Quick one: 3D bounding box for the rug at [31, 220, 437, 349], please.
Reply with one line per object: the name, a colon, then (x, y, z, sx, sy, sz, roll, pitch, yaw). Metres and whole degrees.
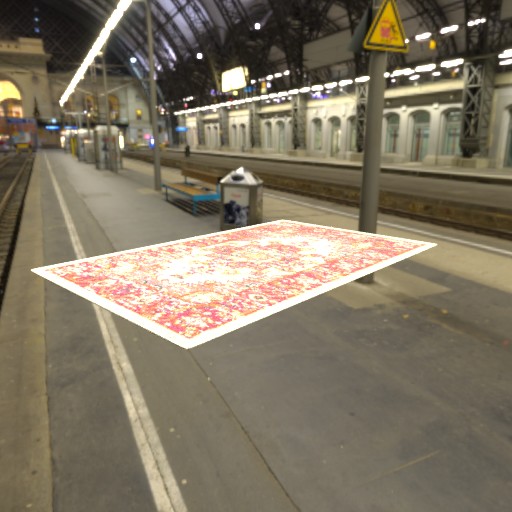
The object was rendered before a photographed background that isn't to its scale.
rug: (0.000, 0.000, 1.098, 0.556, 0.004, 0.868, 14, 20, 42)
